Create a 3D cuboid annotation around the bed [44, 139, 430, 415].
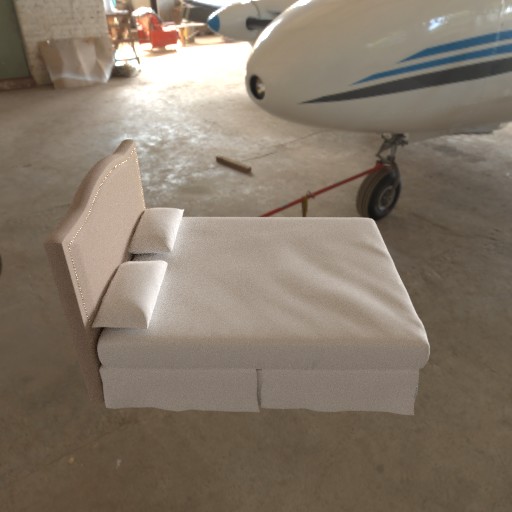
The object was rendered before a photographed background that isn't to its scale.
[{"bbox_3d":[0.000,0.000,3.420,2.282,1.436,1.821,0,33,0],"label":"bed"}]
